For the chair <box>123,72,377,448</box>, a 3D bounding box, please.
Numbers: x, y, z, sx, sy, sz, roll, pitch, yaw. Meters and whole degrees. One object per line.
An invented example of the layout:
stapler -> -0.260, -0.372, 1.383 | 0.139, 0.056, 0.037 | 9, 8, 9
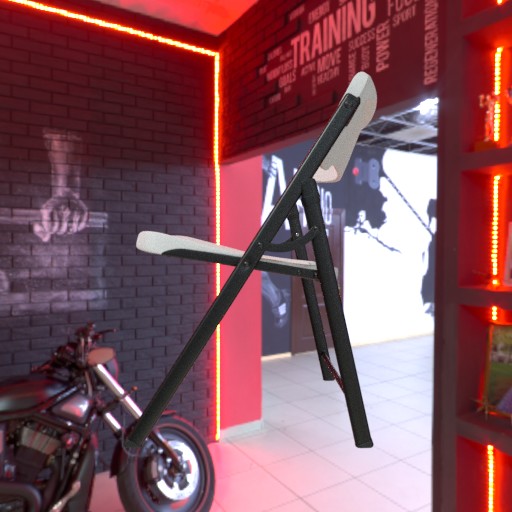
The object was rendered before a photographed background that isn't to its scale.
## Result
chair -> 0.000, 0.000, 1.120 | 0.577, 0.765, 0.482 | 0, 1, 0
